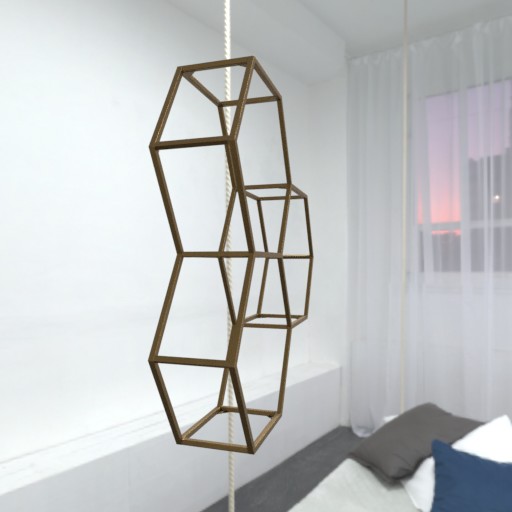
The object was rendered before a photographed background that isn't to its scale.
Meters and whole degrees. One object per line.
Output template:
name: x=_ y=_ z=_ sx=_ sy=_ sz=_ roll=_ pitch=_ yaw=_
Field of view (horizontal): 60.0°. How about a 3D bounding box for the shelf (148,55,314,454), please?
shelf: x=0.000 y=0.000 z=1.041 sx=0.150 sy=0.701 sz=0.708 roll=0 pitch=-1 yaw=17
